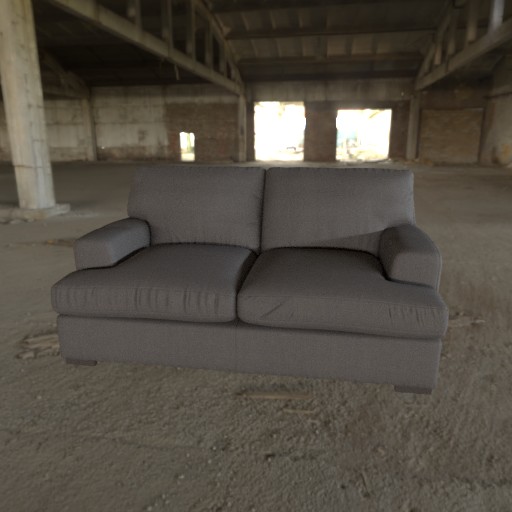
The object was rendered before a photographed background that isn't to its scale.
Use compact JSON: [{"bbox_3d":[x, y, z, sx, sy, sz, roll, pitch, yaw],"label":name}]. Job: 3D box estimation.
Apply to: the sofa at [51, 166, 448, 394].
[{"bbox_3d":[0.000,0.000,2.484,1.880,0.940,1.143,2,15,9],"label":"sofa"}]
